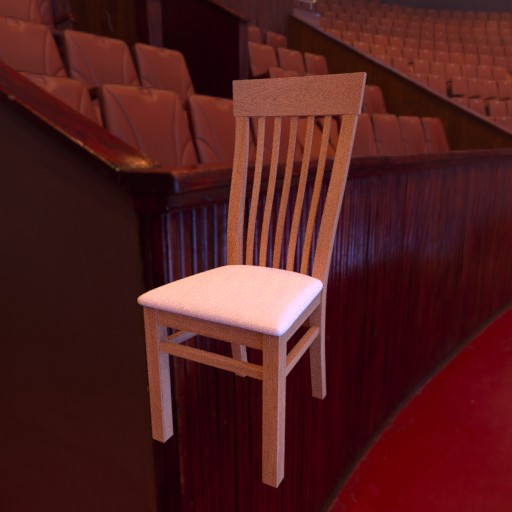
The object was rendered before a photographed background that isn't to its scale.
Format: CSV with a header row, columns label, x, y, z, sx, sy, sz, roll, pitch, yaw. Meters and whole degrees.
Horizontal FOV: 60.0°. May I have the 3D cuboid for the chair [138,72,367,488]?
label,x,y,z,sx,sy,sz,roll,pitch,yaw
chair,0.000,0.000,1.320,0.450,1.050,0.580,8,17,27
